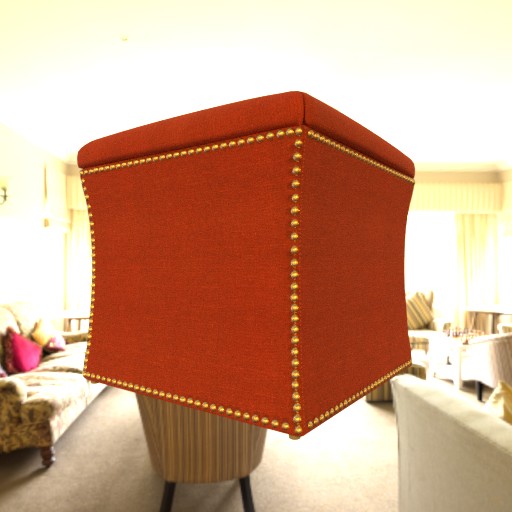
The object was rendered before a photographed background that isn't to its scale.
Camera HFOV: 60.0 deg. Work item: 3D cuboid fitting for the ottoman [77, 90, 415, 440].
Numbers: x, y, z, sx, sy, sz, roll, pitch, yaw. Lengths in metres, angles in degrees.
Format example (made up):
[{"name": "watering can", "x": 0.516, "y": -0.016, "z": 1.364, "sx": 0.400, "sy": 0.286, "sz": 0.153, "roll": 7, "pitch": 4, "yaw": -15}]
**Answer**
[{"name": "ottoman", "x": 0.000, "y": 0.000, "z": 0.879, "sx": 0.507, "sy": 0.475, "sz": 0.497, "roll": 0, "pitch": 0, "yaw": 36}]
